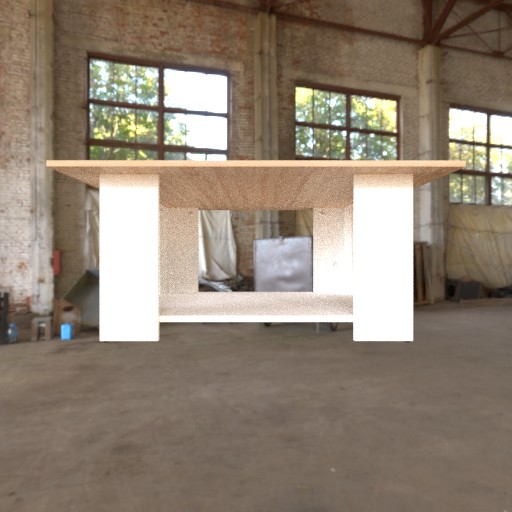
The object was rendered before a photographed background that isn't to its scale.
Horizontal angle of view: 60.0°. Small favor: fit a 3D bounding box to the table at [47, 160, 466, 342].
[{"bbox_3d":[0.000,0.000,1.042,0.670,0.305,0.670,0,0,0],"label":"table"}]
